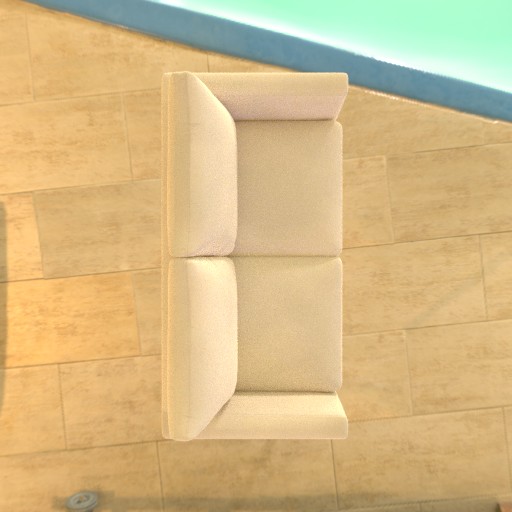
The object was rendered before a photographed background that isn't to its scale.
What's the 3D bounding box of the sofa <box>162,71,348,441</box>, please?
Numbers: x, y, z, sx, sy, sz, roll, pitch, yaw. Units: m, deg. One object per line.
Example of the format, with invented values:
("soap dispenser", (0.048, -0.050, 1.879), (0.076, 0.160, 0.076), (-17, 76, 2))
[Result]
("sofa", (0.000, 0.000, 2.289), (0.906, 0.995, 1.739), (0, 90, 0))
